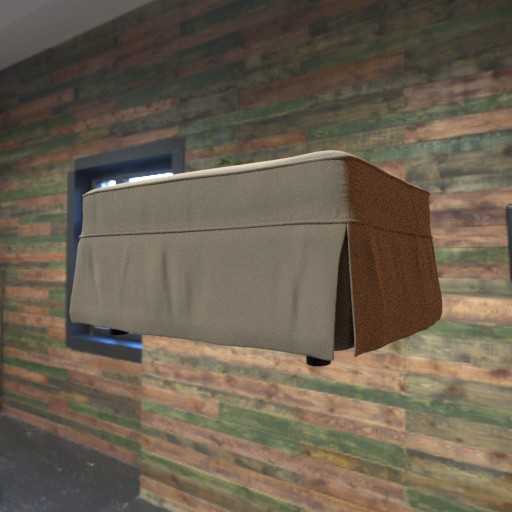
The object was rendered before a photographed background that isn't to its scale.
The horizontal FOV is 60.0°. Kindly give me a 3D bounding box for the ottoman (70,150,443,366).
[{"bbox_3d":[0.000,0.000,1.369,0.959,0.482,0.721,-1,-1,36],"label":"ottoman"}]
